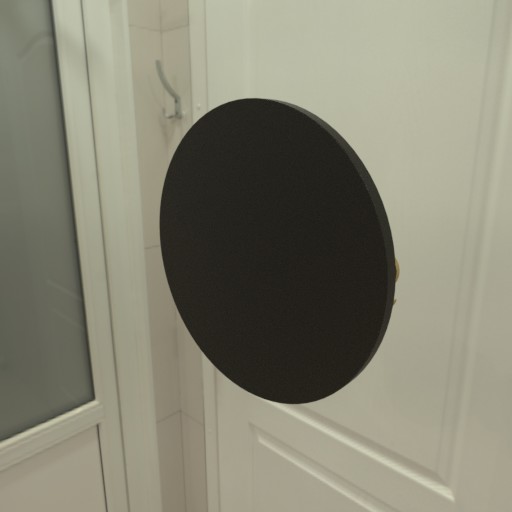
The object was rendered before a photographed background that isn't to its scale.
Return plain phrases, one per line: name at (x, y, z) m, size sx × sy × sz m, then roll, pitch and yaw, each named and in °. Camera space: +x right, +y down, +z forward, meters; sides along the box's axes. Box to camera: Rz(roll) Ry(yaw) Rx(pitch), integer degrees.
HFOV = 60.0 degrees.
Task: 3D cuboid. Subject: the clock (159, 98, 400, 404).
clock at (0.000, 0.000, 0.677) m, size 0.454 × 0.454 × 0.038 m, roll 14°, pitch 21°, yaw 42°
